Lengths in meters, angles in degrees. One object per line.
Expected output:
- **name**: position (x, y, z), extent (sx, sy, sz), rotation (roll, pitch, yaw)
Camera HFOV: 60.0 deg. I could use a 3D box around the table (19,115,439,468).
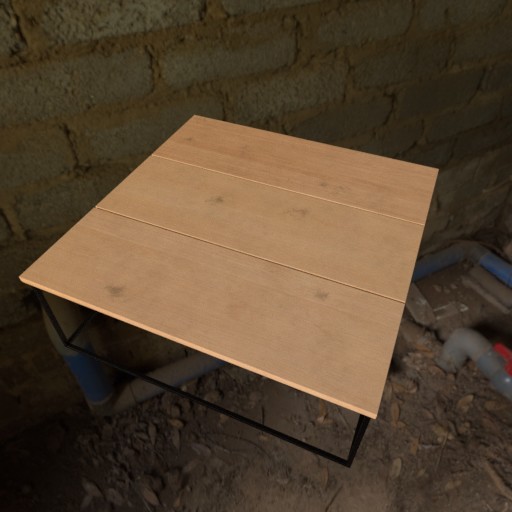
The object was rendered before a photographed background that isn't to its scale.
- **table**: position (0.000, 0.000, 1.694), extent (1.100, 0.400, 1.100), rotation (17, 48, 16)
